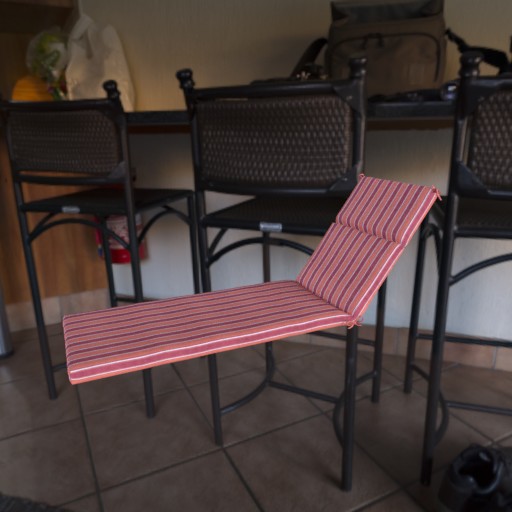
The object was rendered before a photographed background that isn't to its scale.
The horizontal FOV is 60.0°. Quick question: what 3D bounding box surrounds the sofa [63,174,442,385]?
[{"bbox_3d":[0.000,0.000,2.010,1.663,0.622,0.582,-8,18,-24],"label":"sofa"}]
